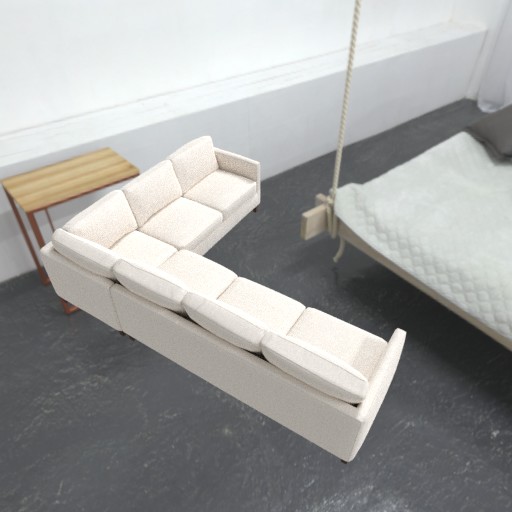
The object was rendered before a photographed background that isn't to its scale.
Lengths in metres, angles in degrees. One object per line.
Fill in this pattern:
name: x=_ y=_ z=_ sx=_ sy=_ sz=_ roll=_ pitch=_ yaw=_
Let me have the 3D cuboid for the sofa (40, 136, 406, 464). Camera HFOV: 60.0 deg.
sofa: x=0.000 y=0.000 z=4.500 sx=3.302 sy=0.947 sz=2.593 roll=23 pitch=46 yaw=23
